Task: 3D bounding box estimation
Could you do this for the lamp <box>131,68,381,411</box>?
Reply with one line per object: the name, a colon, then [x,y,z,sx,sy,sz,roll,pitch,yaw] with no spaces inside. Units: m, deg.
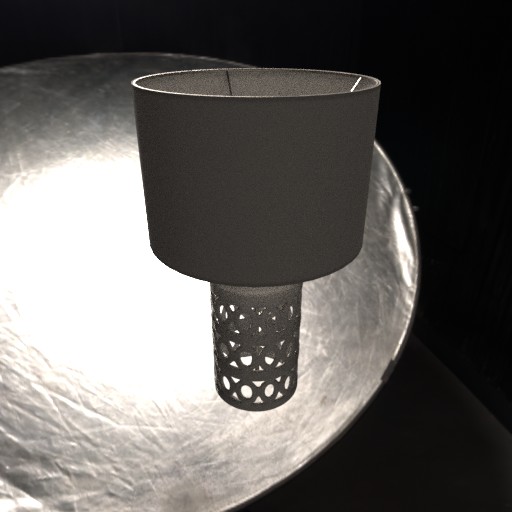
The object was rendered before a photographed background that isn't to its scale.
lamp: [0.000,0.000,0.674,0.310,0.502,0.310,0,28,0]
